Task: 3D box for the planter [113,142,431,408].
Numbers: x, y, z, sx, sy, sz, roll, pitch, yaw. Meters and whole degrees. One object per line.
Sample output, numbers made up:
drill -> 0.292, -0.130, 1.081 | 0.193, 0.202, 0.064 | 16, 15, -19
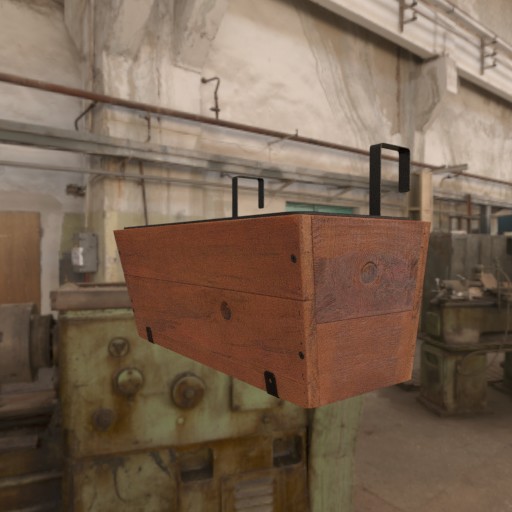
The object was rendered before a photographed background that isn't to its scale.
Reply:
planter -> 0.000, 0.000, 0.652 | 0.262, 0.289, 0.480 | -1, 2, -36
